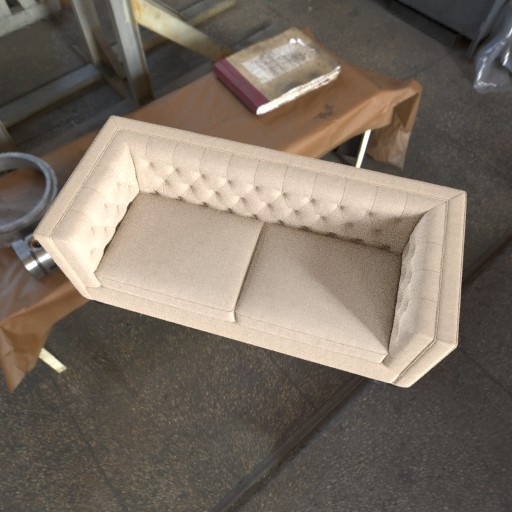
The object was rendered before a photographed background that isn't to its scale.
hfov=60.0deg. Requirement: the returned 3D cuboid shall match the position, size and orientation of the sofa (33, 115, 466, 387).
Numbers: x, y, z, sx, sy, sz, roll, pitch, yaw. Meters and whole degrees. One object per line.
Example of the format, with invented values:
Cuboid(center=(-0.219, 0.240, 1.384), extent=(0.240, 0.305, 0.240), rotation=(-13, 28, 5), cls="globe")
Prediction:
Cuboid(center=(0.000, 0.000, 2.276), extent=(1.778, 0.762, 0.775), rotation=(14, 60, 8), cls="sofa")
